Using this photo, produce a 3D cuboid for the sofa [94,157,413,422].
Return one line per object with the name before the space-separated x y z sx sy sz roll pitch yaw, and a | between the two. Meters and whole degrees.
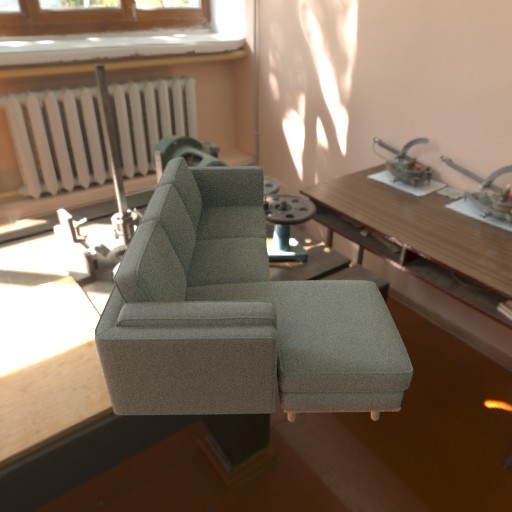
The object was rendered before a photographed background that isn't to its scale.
sofa | 0.000 0.000 3.236 1.604 0.929 2.411 -1 30 -1
